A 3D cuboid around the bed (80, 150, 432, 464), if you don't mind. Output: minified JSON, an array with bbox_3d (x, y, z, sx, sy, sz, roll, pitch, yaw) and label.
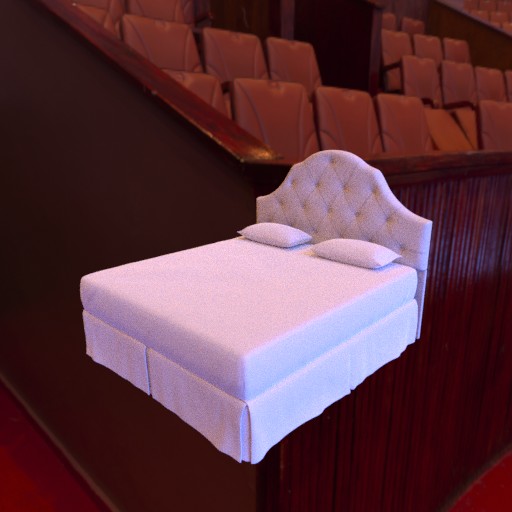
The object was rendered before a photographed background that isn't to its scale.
[{"bbox_3d":[0.000,0.000,3.633,2.008,1.615,2.214,15,22,41],"label":"bed"}]
